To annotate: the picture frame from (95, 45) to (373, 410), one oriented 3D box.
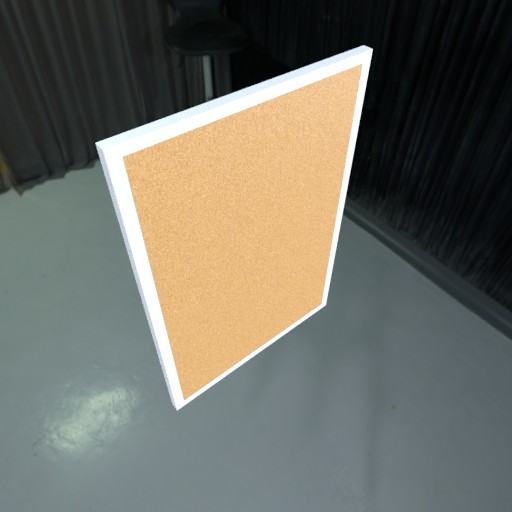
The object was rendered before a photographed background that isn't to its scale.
[{"bbox_3d":[0.000,0.000,0.556,0.305,0.434,0.013,-30,53,-26],"label":"picture frame"}]
